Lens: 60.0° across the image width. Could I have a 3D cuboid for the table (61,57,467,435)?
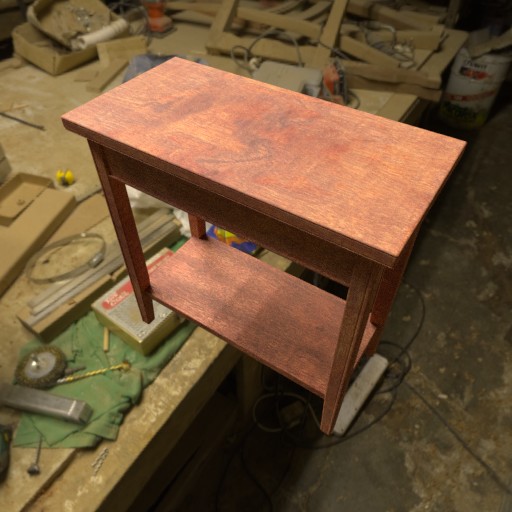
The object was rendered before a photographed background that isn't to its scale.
[{"bbox_3d":[0.000,0.000,0.955,0.610,0.610,0.305,25,51,22],"label":"table"}]
